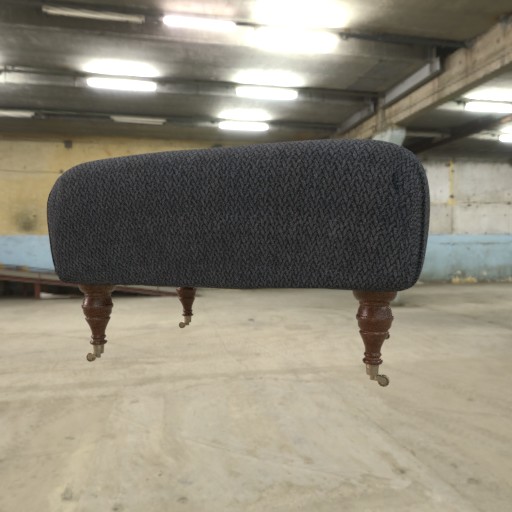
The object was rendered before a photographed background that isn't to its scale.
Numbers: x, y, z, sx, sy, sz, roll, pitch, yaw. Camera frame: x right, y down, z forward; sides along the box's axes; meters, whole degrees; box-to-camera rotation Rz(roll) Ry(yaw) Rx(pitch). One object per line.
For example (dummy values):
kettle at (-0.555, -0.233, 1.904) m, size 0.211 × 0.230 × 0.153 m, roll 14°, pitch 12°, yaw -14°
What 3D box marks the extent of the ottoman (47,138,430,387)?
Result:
ottoman at (0.000, 0.000, 1.058) m, size 0.747 × 0.450 × 0.622 m, roll 0°, pitch 1°, yaw 17°
